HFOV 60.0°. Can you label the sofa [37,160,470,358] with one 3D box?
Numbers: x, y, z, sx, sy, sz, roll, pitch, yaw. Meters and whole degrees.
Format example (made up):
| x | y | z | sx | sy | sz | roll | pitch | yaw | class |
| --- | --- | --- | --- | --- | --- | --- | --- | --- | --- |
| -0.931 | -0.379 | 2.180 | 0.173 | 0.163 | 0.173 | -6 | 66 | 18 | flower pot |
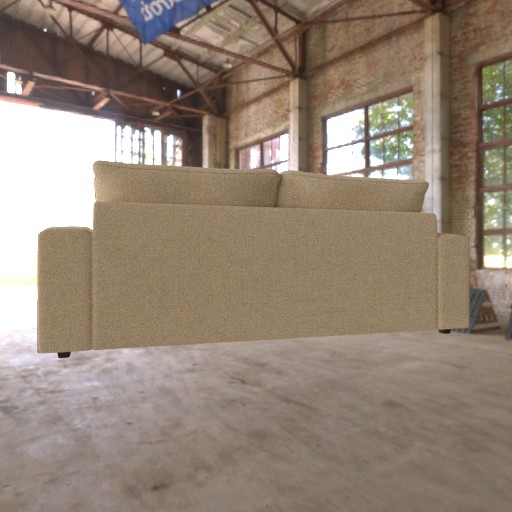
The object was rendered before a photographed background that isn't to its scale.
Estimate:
| x | y | z | sx | sy | sz | roll | pitch | yaw | class |
| --- | --- | --- | --- | --- | --- | --- | --- | --- | --- |
| 0.000 | 0.000 | 2.739 | 2.299 | 0.922 | 1.040 | 0 | 0 | -17 | sofa |
